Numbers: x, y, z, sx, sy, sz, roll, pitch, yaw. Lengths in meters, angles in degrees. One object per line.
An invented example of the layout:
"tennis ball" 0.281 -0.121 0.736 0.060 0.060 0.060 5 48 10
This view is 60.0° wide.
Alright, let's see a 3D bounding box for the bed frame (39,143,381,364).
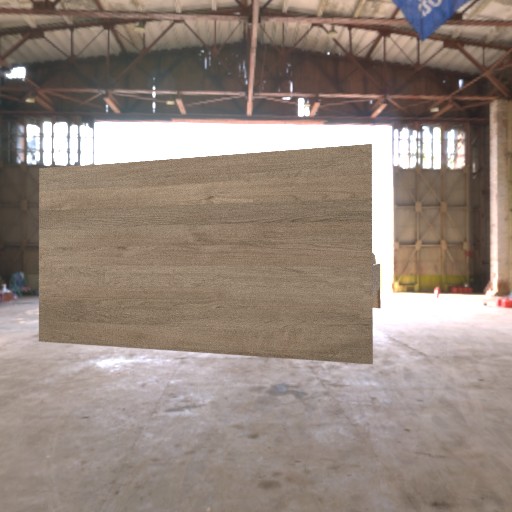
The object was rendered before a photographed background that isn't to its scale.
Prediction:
"bed frame" 0.000 0.000 2.756 1.490 0.800 1.950 0 0 17
